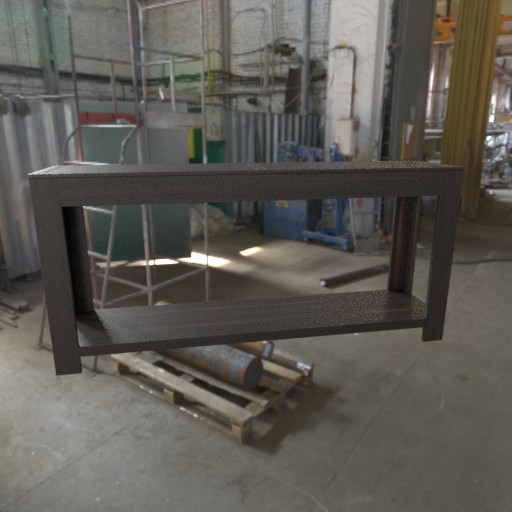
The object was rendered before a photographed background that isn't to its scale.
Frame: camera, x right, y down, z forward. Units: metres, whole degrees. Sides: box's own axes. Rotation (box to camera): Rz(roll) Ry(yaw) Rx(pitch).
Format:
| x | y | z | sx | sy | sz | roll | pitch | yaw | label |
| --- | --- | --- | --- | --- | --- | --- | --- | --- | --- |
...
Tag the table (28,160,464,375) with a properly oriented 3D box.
| x | y | z | sx | sy | sz | roll | pitch | yaw | label |
| --- | --- | --- | --- | --- | --- | --- | --- | --- | --- |
| 0.000 | 0.000 | 1.913 | 1.631 | 0.762 | 0.384 | -3 | 16 | -10 | table |
